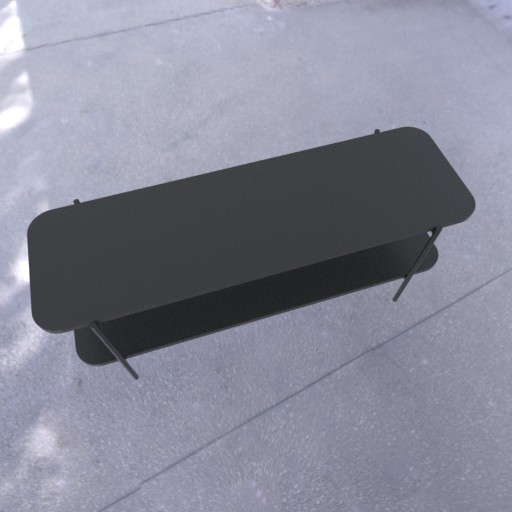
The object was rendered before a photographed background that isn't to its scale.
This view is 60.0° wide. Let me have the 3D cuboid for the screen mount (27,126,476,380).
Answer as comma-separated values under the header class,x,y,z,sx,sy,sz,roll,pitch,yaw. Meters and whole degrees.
class,x,y,z,sx,sy,sz,roll,pitch,yaw
screen mount,0.000,0.000,1.401,1.200,0.447,0.400,-15,60,-9
